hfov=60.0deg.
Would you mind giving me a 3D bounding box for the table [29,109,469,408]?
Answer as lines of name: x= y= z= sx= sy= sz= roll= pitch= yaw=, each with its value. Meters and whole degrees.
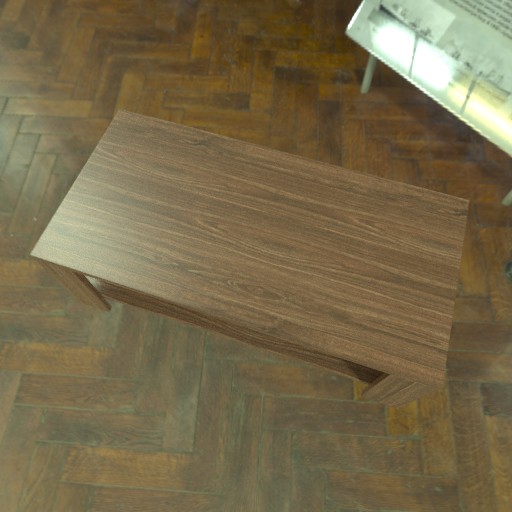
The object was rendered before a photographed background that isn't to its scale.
table: x=0.000 y=0.000 z=1.517 sx=1.200 sy=0.400 sz=0.600 roll=17 pitch=65 yaw=8
